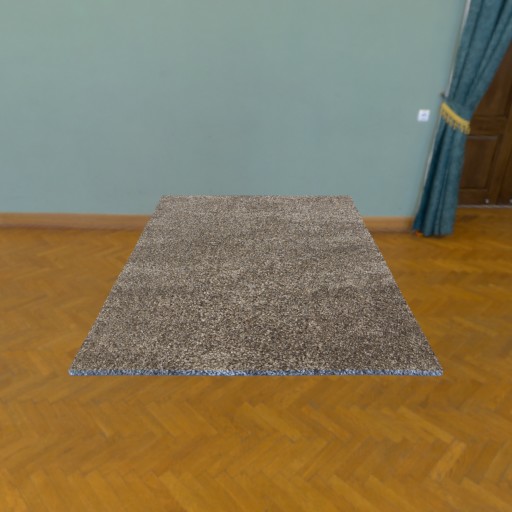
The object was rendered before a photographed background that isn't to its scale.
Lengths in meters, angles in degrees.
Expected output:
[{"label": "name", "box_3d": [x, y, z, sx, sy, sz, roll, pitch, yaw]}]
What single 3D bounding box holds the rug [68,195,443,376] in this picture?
[{"label": "rug", "box_3d": [0.000, 0.000, 2.119, 1.198, 0.025, 1.601, 0, 28, 0]}]
